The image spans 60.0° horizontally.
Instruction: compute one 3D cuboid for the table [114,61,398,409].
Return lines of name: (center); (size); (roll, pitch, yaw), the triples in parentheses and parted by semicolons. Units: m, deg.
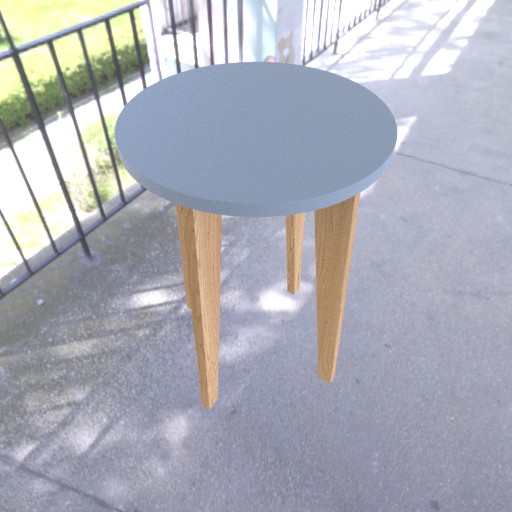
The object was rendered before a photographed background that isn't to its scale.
table: (0.000, 0.000, 0.738); (0.350, 0.500, 0.350); (0, 45, 0)
